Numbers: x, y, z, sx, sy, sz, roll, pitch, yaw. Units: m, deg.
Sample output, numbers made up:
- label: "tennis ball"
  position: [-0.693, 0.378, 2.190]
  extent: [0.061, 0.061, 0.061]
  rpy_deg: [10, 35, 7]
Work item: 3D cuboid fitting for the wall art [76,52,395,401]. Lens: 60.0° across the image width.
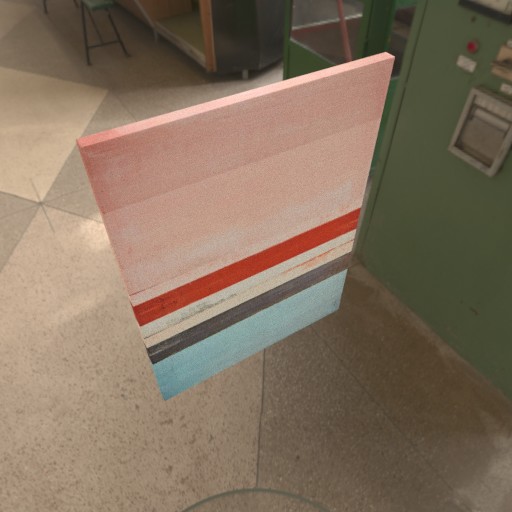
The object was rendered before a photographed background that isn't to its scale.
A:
- label: "wall art"
  position: [0.000, 0.000, 1.314]
  extent: [0.761, 1.016, 0.039]
  rpy_deg: [-24, 51, -21]
